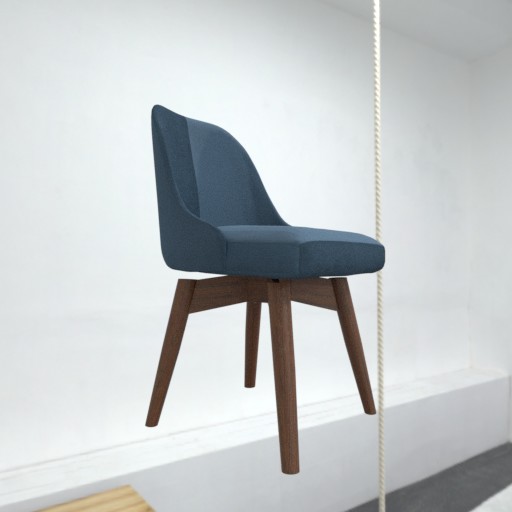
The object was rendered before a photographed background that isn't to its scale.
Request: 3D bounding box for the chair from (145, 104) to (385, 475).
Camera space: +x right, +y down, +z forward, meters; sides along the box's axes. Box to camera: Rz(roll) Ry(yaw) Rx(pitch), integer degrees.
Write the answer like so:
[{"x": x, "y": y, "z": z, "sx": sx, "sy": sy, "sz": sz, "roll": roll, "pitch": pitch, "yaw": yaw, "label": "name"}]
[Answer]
[{"x": 0.000, "y": 0.000, "z": 1.220, "sx": 0.589, "sy": 0.882, "sz": 0.503, "roll": 0, "pitch": 0, "yaw": 36, "label": "chair"}]
